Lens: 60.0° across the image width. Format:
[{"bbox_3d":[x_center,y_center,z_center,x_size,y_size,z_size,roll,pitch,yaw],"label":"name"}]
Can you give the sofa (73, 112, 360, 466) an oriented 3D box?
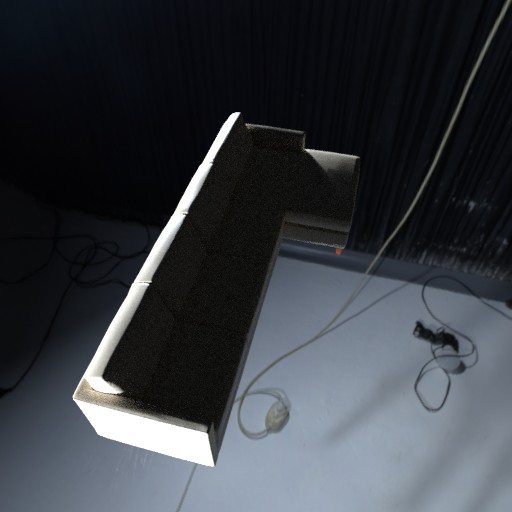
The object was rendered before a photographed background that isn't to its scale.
[{"bbox_3d":[0.000,0.000,4.019,1.603,0.954,3.471,10,48,9],"label":"sofa"}]
